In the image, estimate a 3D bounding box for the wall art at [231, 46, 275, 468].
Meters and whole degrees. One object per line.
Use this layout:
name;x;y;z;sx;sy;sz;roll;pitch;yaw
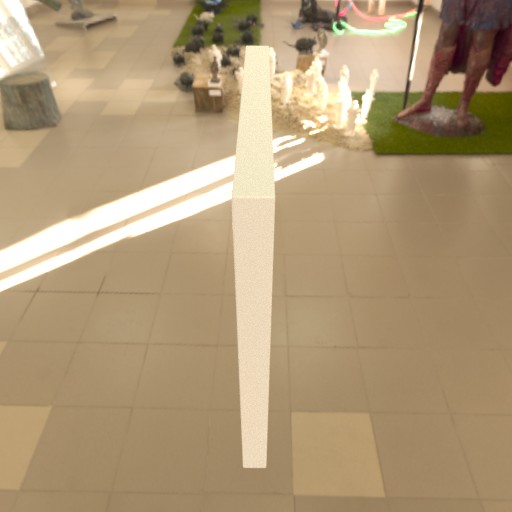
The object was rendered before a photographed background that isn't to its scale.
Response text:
wall art;0.000;0.000;0.528;0.028;0.381;0.331;0;40;0
